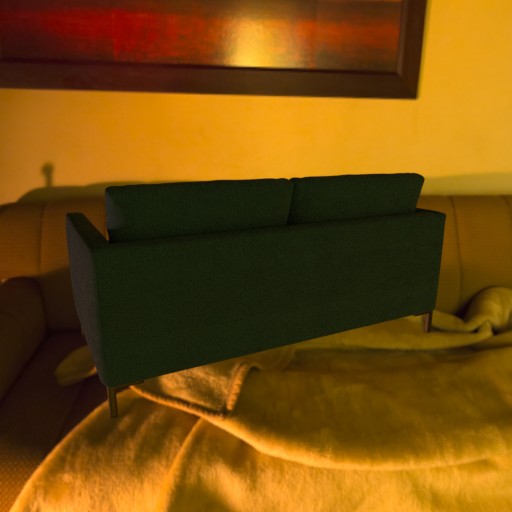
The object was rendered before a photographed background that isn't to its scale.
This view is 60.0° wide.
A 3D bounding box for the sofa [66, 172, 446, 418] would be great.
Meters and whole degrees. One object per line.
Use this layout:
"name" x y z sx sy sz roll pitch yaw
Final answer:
"sofa" 0.000 0.000 2.202 1.676 0.817 0.875 -7 16 -27
